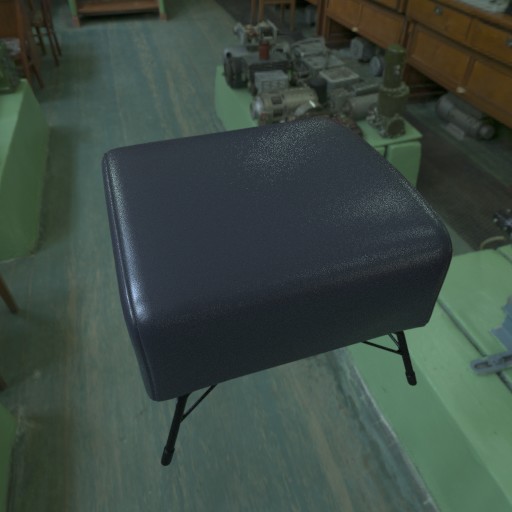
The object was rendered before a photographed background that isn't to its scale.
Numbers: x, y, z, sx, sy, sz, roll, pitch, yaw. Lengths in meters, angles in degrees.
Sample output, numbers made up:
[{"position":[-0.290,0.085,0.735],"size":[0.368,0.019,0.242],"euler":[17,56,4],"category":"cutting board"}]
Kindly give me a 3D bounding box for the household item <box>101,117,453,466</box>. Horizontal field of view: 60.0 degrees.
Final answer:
[{"position":[0.000,0.000,0.901],"size":[0.530,0.410,0.530],"euler":[-13,43,-14],"category":"household item"}]
